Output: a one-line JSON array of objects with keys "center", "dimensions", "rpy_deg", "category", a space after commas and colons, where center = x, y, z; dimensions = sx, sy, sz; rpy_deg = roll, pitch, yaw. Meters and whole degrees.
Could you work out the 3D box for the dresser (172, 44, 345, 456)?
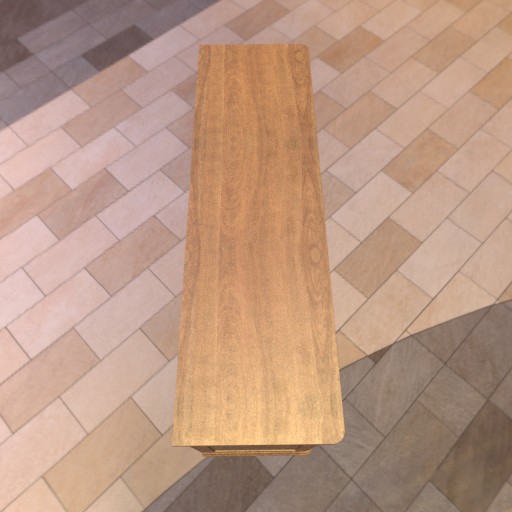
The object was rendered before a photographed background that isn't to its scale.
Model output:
[{"center": [0.000, 0.000, 1.941], "dimensions": [0.468, 0.892, 1.583], "rpy_deg": [-1, 63, 0], "category": "dresser"}]
